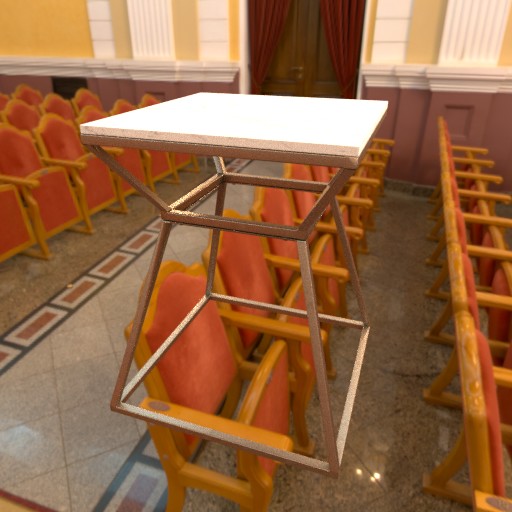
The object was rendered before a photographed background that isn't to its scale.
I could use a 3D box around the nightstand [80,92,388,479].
[{"bbox_3d":[0.000,0.000,0.882,0.455,0.554,0.455,9,28,17],"label":"nightstand"}]
